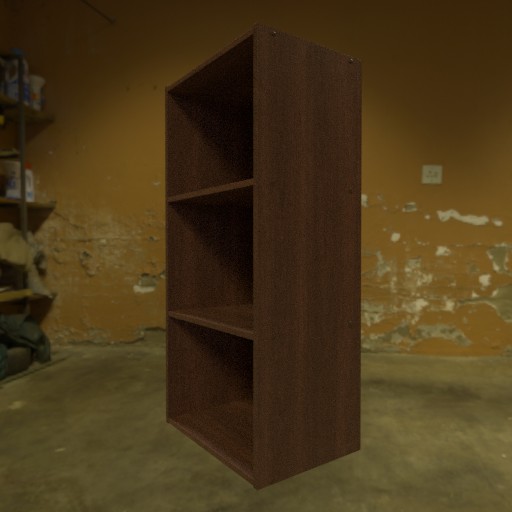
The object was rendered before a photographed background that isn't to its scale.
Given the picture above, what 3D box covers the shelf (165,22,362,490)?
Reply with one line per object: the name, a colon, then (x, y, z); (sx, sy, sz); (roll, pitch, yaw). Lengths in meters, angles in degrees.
shelf: (0.000, 0.000, 1.082); (0.290, 0.879, 0.414); (-1, 1, -36)
